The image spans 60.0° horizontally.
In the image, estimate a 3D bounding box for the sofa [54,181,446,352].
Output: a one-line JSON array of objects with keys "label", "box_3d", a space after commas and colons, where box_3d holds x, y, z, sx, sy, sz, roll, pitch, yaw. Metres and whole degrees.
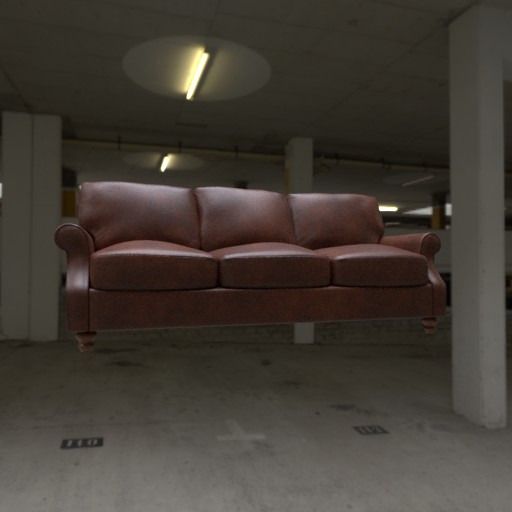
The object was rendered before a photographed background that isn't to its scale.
[{"label": "sofa", "box_3d": [0.000, 0.000, 2.884, 2.351, 0.977, 0.973, 0, -1, -17]}]
